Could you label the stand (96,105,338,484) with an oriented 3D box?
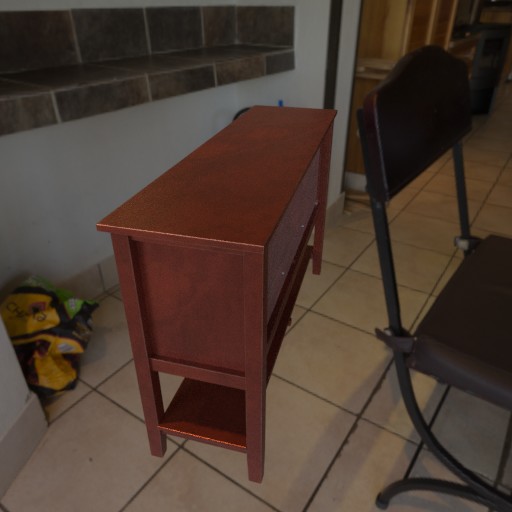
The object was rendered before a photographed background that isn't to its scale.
[{"bbox_3d":[0.000,0.000,1.756,0.410,0.872,1.362,8,31,13],"label":"stand"}]
